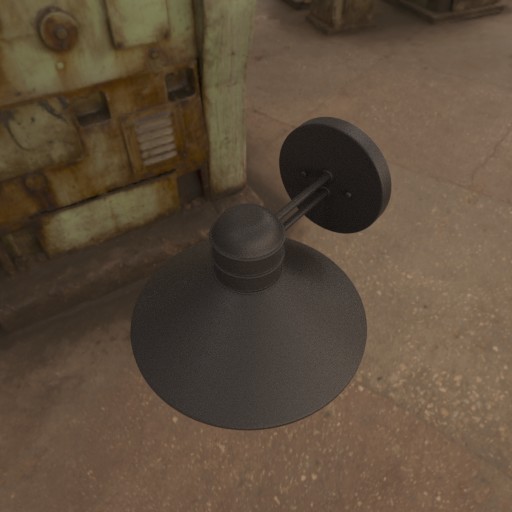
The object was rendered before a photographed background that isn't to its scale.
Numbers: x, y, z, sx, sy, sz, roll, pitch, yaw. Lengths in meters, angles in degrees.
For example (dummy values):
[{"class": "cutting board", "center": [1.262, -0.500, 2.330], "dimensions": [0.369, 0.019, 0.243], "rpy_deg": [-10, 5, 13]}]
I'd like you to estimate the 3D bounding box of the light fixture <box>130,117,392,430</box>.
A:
[{"class": "light fixture", "center": [0.000, 0.000, 0.673], "dimensions": [0.396, 0.265, 0.434], "rpy_deg": [31, 54, 26]}]
